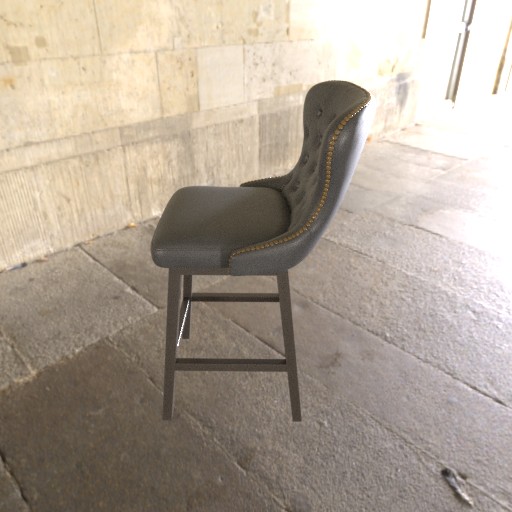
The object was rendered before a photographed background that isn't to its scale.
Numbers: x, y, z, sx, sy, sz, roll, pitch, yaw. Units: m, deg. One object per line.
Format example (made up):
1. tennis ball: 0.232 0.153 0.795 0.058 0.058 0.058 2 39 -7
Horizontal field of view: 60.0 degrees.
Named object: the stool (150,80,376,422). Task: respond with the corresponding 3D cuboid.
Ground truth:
1. stool: 0.000 0.000 1.362 0.593 0.971 0.528 0 29 1
